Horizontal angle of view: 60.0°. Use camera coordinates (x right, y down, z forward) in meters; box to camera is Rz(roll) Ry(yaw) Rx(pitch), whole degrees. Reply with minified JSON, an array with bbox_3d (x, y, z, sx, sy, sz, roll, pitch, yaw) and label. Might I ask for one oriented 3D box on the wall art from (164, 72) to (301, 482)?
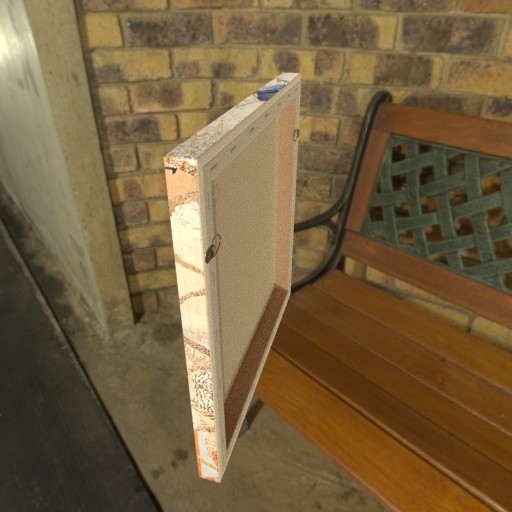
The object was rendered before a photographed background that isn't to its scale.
[{"bbox_3d":[0.000,0.000,0.751,0.038,0.508,0.507,8,32,14],"label":"wall art"}]
